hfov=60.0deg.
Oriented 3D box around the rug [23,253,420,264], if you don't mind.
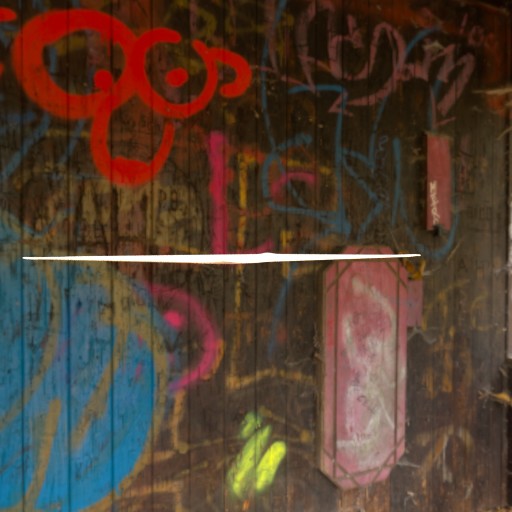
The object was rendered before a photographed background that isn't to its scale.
[{"bbox_3d":[0.000,0.000,2.433,1.214,0.023,1.947,1,1,36],"label":"rug"}]
